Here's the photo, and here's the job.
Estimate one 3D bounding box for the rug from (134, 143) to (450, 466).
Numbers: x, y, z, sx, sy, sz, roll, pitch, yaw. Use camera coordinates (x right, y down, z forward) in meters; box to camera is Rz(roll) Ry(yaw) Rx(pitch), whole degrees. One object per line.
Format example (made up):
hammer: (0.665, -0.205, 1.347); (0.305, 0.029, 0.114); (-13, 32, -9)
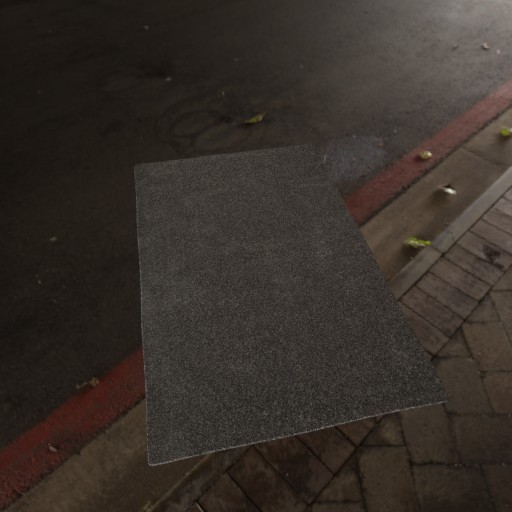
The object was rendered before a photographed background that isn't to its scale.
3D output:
rug: (0.000, 0.000, 2.900); (1.502, 0.025, 2.350); (-9, 48, -8)
